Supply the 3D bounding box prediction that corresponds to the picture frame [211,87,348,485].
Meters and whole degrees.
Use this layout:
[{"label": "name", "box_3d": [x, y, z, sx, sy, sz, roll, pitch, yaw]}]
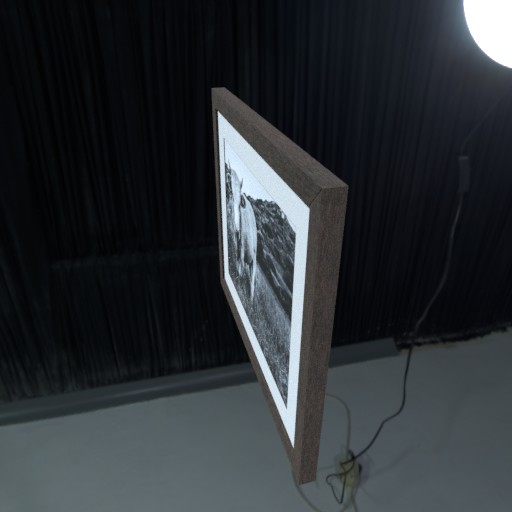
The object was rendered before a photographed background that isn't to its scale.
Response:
[{"label": "picture frame", "box_3d": [0.000, 0.000, 0.754, 0.026, 0.455, 0.546, -8, 31, -14]}]
